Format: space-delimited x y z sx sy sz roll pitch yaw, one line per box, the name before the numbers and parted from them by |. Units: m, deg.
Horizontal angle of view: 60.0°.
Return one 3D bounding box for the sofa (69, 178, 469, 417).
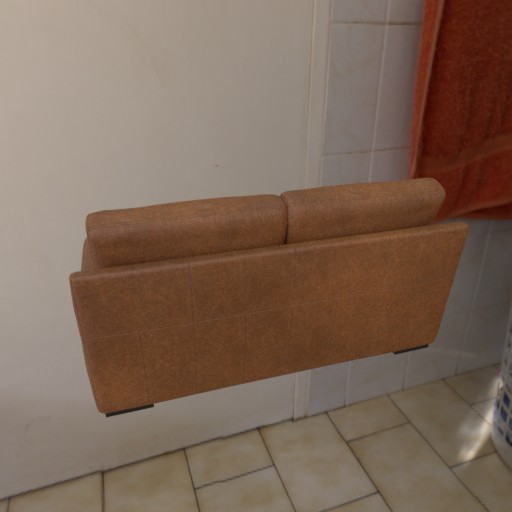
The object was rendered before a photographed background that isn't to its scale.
sofa | 0.000 0.000 2.480 1.880 0.966 1.144 -8 27 -16
